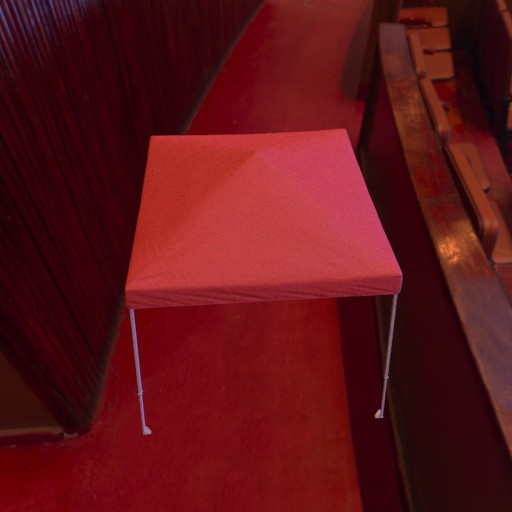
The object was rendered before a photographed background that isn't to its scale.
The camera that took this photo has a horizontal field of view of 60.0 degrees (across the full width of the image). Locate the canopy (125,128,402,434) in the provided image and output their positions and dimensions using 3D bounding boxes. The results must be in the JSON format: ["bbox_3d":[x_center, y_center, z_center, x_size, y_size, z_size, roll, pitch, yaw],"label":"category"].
[{"bbox_3d":[0.000,0.000,6.544,3.600,3.600,3.599,-3,47,-3],"label":"canopy"}]
